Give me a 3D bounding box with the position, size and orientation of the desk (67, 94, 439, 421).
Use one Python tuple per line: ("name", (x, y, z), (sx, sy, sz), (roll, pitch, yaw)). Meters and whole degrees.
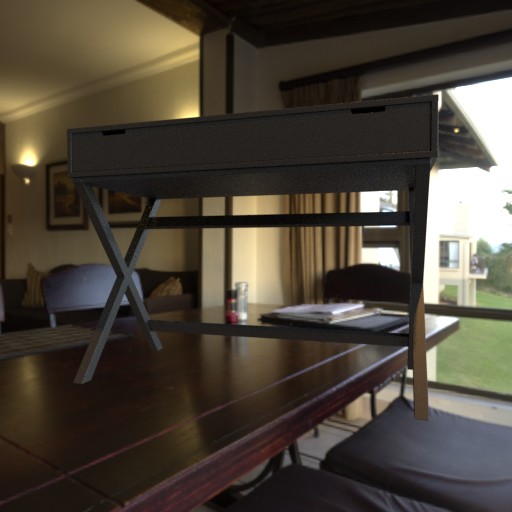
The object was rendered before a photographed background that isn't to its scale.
("desk", (0.000, 0.000, 1.450), (1.057, 0.780, 0.504), (0, 1, 17))
